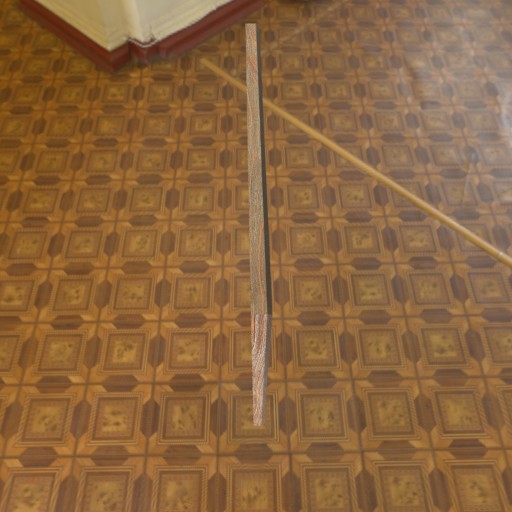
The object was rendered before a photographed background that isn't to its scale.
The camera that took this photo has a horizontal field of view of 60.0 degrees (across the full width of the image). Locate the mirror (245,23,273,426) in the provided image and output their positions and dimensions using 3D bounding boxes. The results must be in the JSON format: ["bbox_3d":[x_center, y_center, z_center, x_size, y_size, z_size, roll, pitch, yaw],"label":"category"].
[{"bbox_3d":[0.000,0.000,1.220,0.032,0.882,0.730,-1,59,-1],"label":"mirror"}]
